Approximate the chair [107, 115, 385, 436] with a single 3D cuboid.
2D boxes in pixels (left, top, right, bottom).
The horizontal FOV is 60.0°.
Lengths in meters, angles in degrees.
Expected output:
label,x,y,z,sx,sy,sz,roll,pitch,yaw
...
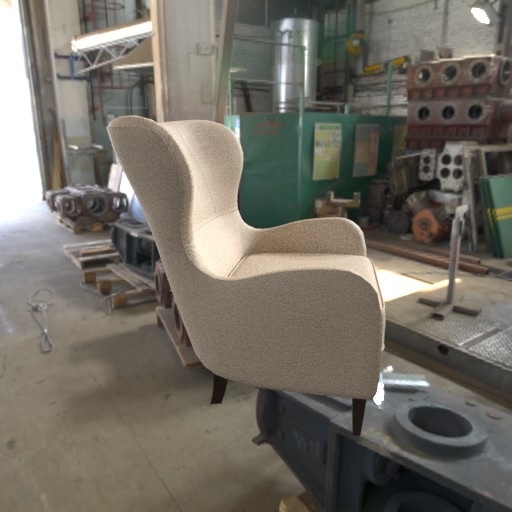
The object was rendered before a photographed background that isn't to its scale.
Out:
label,x,y,z,sx,sy,sz,roll,pitch,yaw
chair,0.000,0.000,1.787,0.984,1.064,0.861,3,16,10
